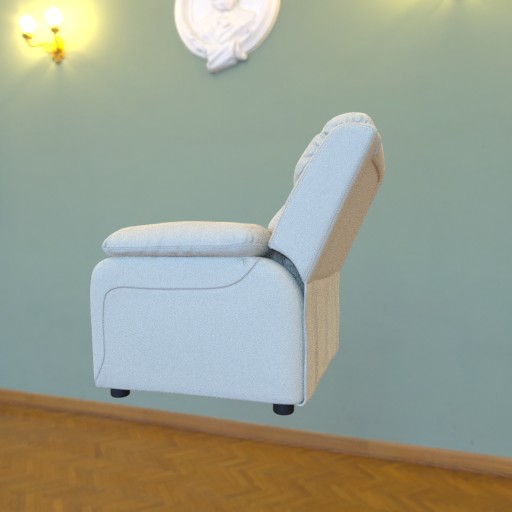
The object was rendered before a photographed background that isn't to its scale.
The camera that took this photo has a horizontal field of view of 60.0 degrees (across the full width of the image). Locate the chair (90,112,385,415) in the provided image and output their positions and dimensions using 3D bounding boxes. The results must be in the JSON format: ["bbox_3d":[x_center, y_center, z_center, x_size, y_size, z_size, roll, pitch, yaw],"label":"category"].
[{"bbox_3d":[0.000,0.000,1.282,0.709,0.702,0.680,0,1,18],"label":"chair"}]
